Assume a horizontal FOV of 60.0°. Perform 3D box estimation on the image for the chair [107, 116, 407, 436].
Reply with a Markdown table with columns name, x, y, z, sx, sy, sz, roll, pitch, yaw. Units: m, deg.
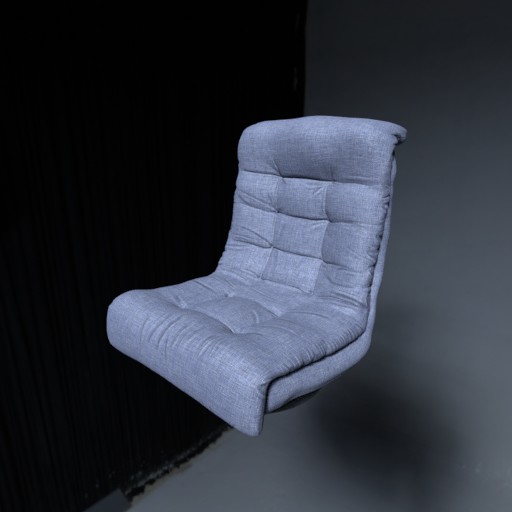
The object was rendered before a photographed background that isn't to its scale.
| name | x | y | z | sx | sy | sz | roll | pitch | yaw |
| --- | --- | --- | --- | --- | --- | --- | --- | --- | --- |
| chair | 0.000 | 0.000 | 1.225 | 0.597 | 0.749 | 0.668 | 15 | 22 | 42 |
